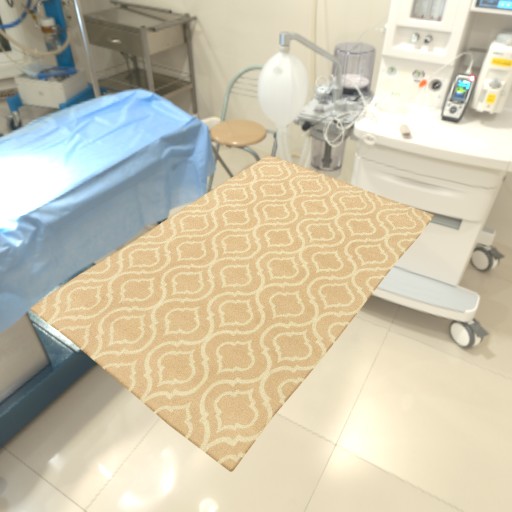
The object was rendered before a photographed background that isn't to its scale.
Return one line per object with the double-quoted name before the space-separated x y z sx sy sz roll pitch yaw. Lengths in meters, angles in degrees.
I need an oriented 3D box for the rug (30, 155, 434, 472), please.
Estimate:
"rug" 0.000 0.000 2.181 1.152 0.013 1.761 27 47 27
